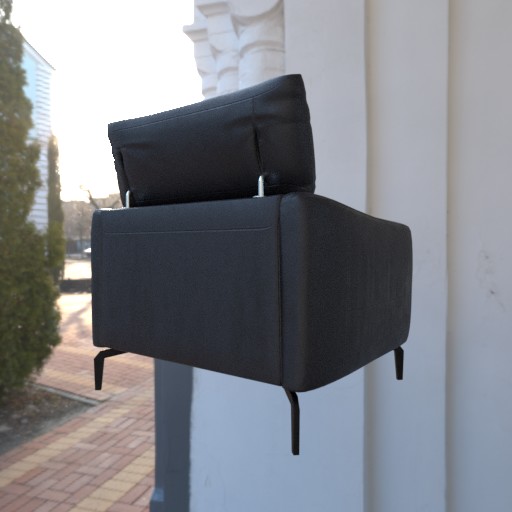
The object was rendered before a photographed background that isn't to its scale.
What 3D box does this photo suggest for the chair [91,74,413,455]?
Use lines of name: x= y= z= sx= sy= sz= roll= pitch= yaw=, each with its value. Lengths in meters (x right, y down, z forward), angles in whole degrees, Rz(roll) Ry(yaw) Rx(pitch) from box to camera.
chair: x=0.000 y=0.000 z=1.634 sx=0.976 sy=0.949 sz=0.809 roll=1 pitch=1 yaw=37
